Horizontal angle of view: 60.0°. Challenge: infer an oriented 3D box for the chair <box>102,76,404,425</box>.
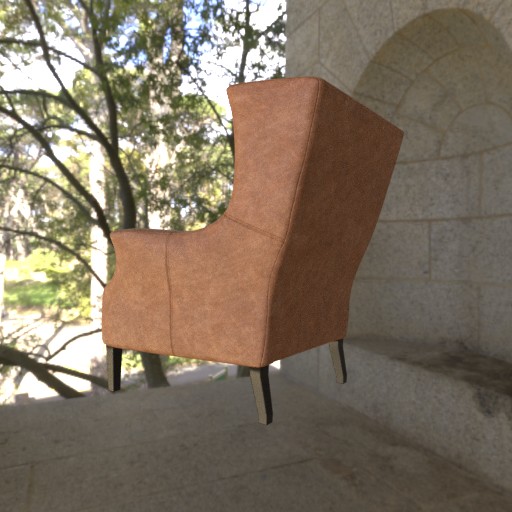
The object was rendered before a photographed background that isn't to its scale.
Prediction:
[{"bbox_3d":[0.000,0.000,1.705,0.926,1.016,0.853,0,1,37],"label":"chair"}]
